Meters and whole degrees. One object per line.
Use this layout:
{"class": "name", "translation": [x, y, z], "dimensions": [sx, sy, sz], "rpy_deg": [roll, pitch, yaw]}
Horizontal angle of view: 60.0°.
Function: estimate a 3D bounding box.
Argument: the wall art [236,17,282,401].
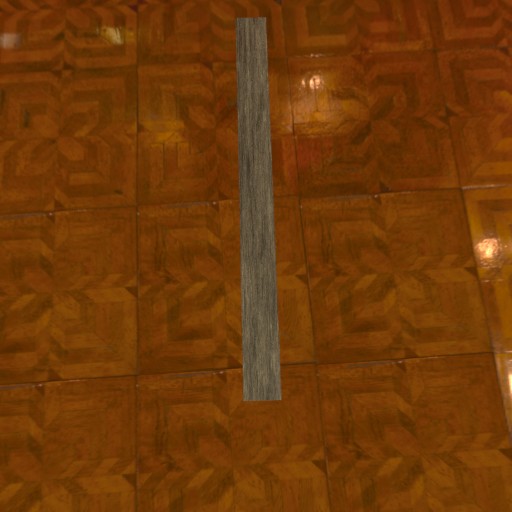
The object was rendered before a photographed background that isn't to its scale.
{"class": "wall art", "translation": [0.000, 0.000, 1.320], "dimensions": [0.063, 1.016, 0.762], "rpy_deg": [-2, 75, 0]}
